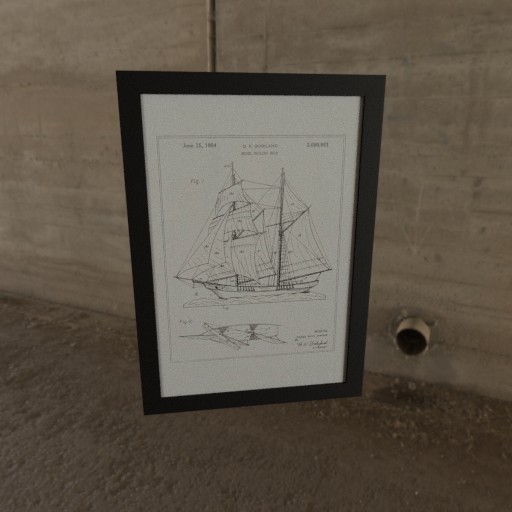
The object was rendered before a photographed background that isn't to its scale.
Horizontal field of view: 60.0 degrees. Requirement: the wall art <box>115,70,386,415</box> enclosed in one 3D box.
[{"bbox_3d":[0.000,0.000,0.598,0.326,0.459,0.011,-2,16,-8],"label":"wall art"}]
